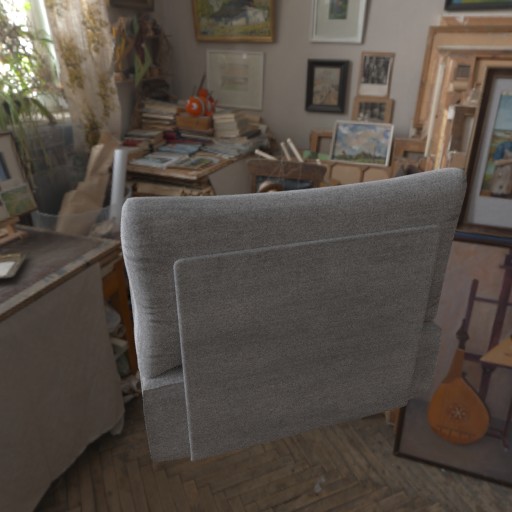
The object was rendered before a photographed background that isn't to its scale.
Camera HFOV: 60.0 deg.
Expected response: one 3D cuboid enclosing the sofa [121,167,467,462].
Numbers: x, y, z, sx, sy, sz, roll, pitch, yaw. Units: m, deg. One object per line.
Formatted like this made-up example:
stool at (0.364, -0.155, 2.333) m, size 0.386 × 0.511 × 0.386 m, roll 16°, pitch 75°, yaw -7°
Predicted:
sofa at (0.000, 0.000, 1.646) m, size 0.930 × 0.820 × 1.000 m, roll -8°, pitch 27°, yaw -16°
